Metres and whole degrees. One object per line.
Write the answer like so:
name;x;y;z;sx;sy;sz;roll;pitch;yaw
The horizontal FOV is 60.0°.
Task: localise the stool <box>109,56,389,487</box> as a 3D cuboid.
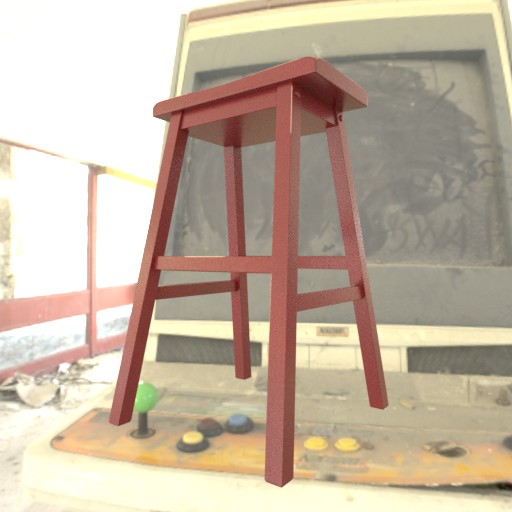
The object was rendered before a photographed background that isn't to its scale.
stool;0.000;0.000;1.031;0.457;0.737;0.476;0;0;37
